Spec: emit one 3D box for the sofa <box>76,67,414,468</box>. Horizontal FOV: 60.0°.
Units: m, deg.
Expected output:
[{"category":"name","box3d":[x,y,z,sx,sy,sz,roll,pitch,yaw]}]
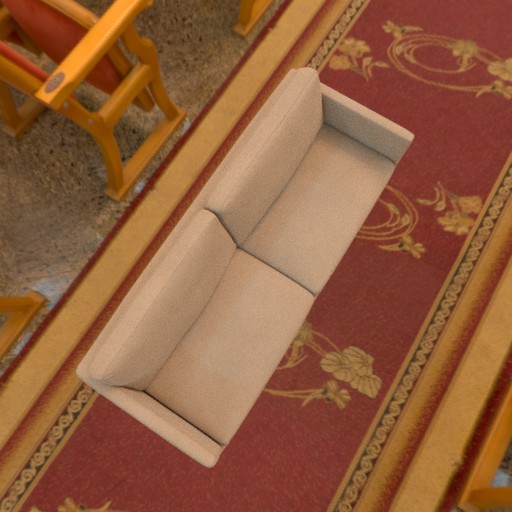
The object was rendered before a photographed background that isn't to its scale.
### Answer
[{"category":"sofa","box3d":[0.000,0.000,2.926,0.988,0.912,2.404,32,78,8]}]
